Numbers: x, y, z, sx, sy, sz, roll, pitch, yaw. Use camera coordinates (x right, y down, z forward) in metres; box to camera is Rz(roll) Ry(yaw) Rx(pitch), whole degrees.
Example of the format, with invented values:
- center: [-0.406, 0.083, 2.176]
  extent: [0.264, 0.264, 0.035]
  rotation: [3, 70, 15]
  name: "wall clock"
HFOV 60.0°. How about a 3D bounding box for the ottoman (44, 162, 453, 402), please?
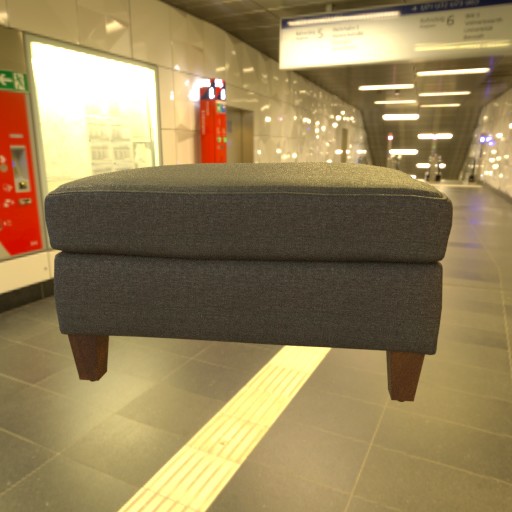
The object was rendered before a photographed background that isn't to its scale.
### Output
- center: [0.000, 0.000, 1.190]
  extent: [0.826, 0.496, 0.639]
  rotation: [2, 14, 7]
  name: "ottoman"
